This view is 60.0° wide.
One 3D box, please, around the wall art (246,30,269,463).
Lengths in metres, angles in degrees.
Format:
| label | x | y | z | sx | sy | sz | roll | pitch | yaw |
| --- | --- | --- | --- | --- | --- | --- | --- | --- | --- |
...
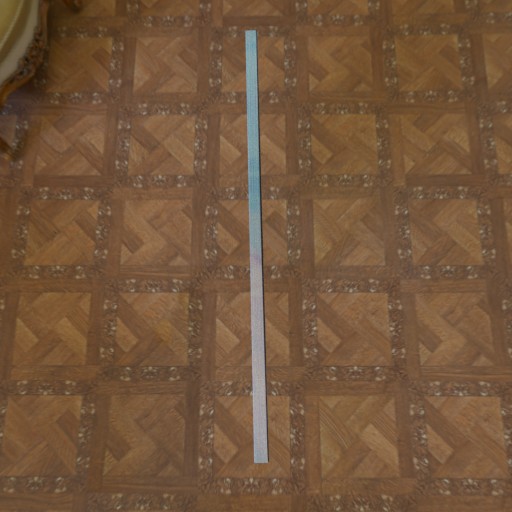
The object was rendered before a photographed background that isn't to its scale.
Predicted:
| label | x | y | z | sx | sy | sz | roll | pitch | yaw |
| --- | --- | --- | --- | --- | --- | --- | --- | --- | --- |
| wall art | 0.000 | 0.000 | 1.492 | 0.034 | 0.756 | 1.137 | -1 | 76 | 0 |
